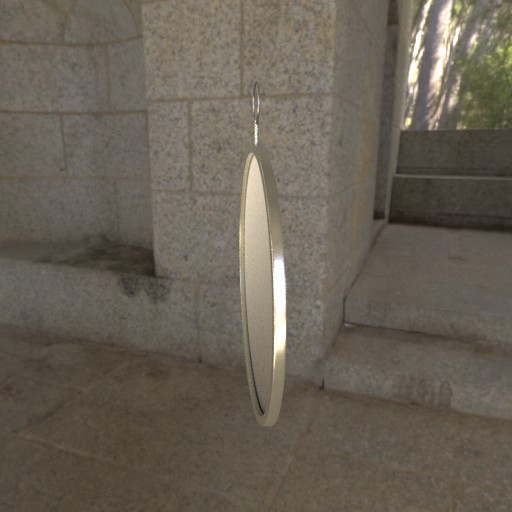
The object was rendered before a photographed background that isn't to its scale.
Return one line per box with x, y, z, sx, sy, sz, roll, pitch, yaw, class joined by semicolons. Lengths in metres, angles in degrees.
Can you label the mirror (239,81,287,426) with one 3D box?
0.000;0.000;0.963;0.020;0.713;0.594;-2;14;-7;mirror
